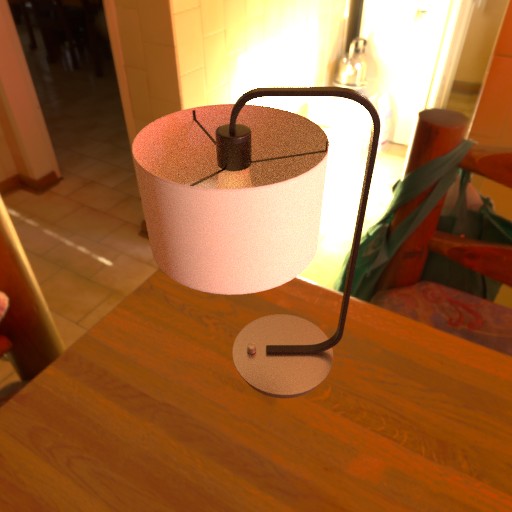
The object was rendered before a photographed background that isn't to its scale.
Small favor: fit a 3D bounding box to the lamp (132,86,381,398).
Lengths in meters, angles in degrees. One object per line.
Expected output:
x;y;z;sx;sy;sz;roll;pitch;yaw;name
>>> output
0.000;0.000;0.635;0.288;0.473;0.230;0;39;0;lamp
